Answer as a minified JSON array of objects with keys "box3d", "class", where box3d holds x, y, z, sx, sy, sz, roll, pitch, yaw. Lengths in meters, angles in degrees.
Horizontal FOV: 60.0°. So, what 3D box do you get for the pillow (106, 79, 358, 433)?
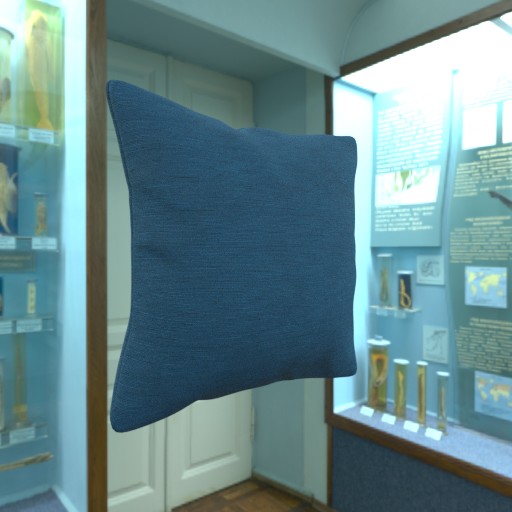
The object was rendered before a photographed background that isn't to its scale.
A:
[{"box3d":[0.000,0.000,0.651,0.437,0.420,0.177,0,0,-37],"class":"pillow"}]
